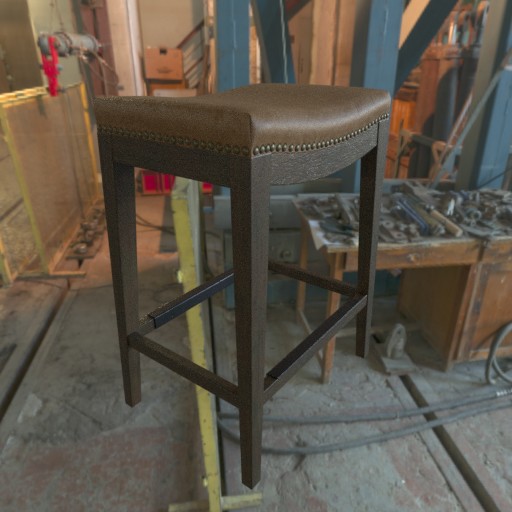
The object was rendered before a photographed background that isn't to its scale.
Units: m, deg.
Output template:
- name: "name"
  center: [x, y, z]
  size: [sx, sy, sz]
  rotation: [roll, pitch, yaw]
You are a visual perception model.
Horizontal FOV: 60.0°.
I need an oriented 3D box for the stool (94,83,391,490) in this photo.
- name: "stool"
  center: [0.000, 0.000, 0.944]
  size: [0.361, 0.660, 0.500]
  rotation: [18, 30, 33]
